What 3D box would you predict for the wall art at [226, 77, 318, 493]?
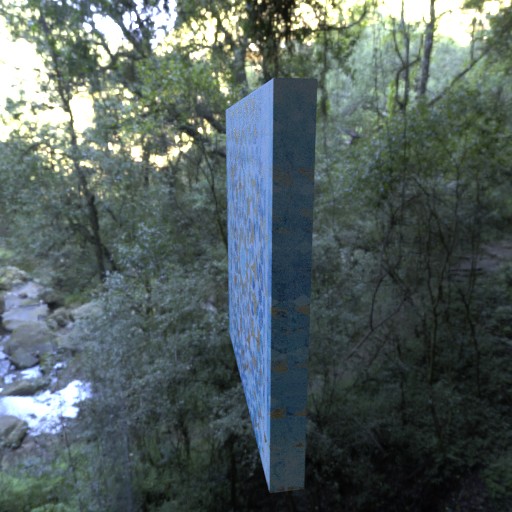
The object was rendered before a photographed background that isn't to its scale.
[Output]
[{"bbox_3d":[0.000,0.000,0.606,0.037,0.405,0.405,-2,15,-9],"label":"wall art"}]
